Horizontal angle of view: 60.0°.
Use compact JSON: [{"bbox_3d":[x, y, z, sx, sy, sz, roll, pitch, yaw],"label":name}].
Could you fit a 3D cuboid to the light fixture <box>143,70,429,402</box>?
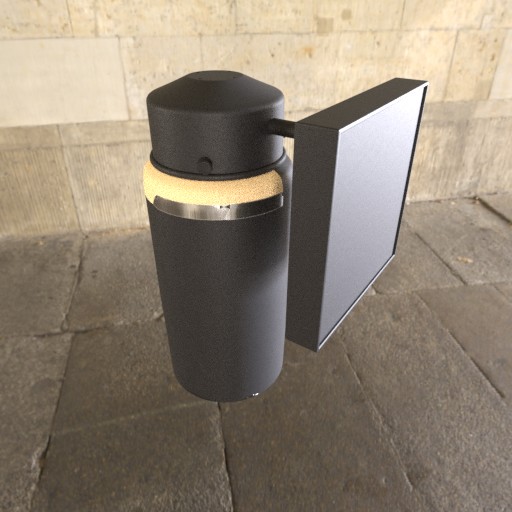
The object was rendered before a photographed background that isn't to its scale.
[{"bbox_3d":[0.000,0.000,0.343,0.176,0.257,0.130,20,37,29],"label":"light fixture"}]
